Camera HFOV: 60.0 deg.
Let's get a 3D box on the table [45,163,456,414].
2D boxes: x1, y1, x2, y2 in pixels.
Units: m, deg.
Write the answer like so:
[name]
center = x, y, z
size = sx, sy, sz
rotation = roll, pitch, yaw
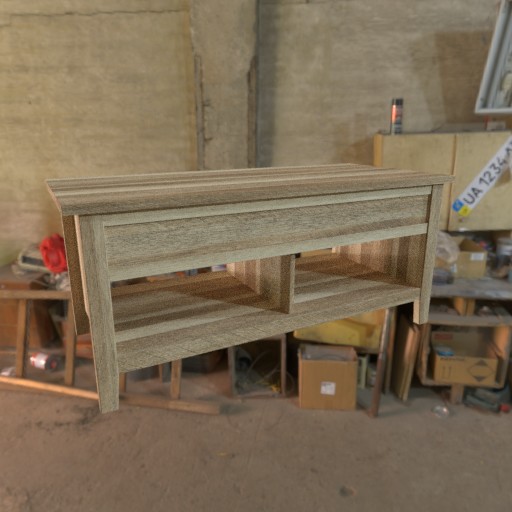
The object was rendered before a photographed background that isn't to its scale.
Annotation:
[table]
center = 0.000, 0.000, 1.360
size = 1.095, 0.480, 0.493
rotation = -9, 19, -27
